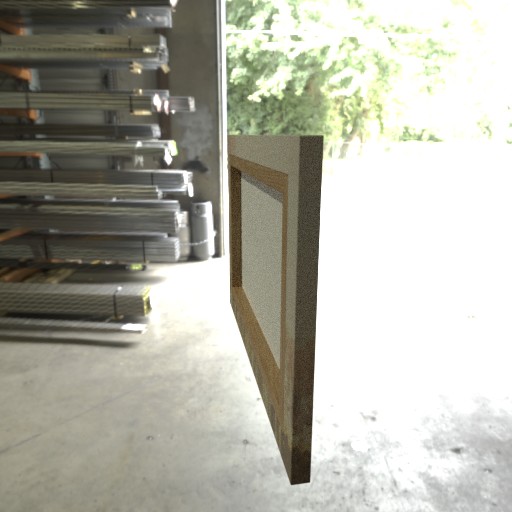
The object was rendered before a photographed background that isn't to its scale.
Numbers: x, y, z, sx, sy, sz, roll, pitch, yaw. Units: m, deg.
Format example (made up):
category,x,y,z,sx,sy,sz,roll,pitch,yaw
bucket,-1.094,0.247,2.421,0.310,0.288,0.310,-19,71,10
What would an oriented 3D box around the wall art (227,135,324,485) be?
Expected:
category,x,y,z,sx,sy,sz,roll,pitch,yaw
wall art,0.000,0.000,1.154,0.040,0.608,0.916,-3,16,-10
